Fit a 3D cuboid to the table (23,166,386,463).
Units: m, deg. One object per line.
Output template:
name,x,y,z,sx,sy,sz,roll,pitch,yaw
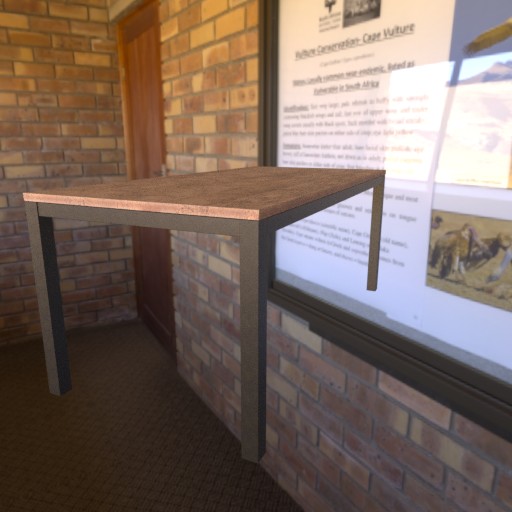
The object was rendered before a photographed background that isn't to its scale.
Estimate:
table,0.000,0.000,2.207,0.893,0.767,1.805,7,16,25
